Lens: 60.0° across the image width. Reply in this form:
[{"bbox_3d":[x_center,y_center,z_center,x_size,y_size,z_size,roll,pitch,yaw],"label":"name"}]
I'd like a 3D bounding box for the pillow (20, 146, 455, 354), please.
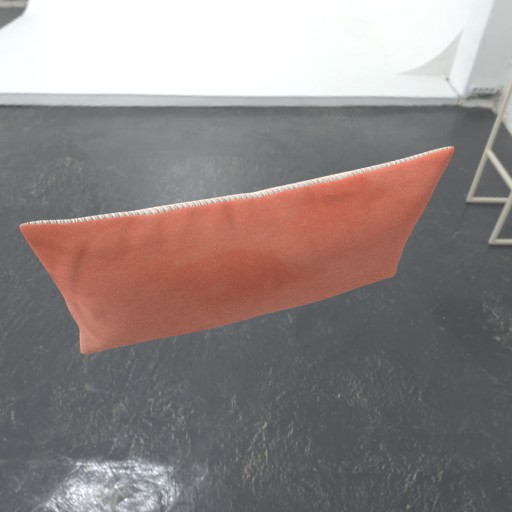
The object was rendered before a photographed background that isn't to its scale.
[{"bbox_3d":[0.000,0.000,0.707,0.608,0.307,0.155,-13,43,-14],"label":"pillow"}]
